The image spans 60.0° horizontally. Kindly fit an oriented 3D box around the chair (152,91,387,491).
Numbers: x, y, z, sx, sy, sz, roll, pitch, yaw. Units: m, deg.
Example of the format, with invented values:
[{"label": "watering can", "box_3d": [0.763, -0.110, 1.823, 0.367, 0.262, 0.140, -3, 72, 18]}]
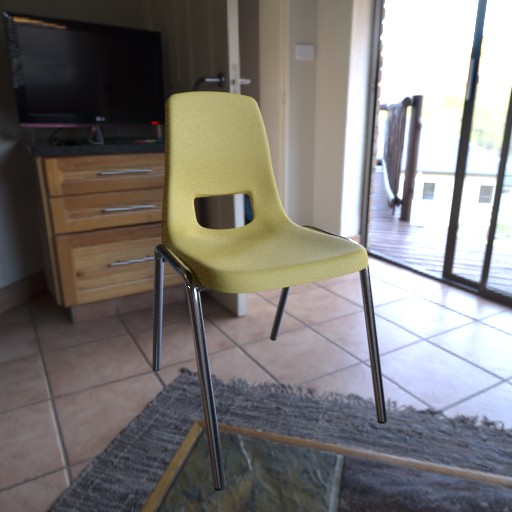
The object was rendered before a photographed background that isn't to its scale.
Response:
[{"label": "chair", "box_3d": [0.000, 0.000, 0.905, 0.381, 0.653, 0.436, -9, 19, -27]}]
